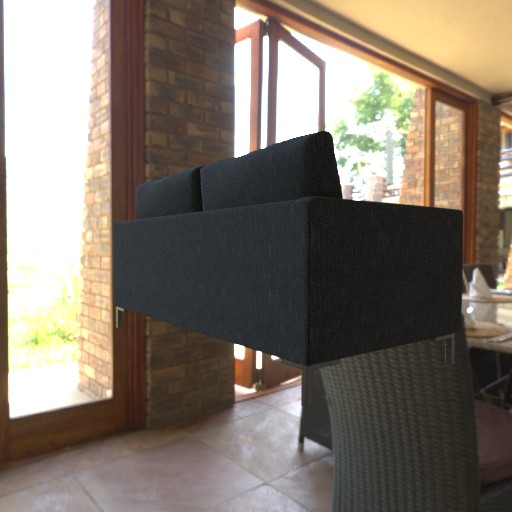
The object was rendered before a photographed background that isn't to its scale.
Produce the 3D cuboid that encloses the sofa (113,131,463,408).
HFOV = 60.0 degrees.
[{"bbox_3d":[0.000,0.000,2.208,0.866,0.862,1.716,-1,2,-37],"label":"sofa"}]
